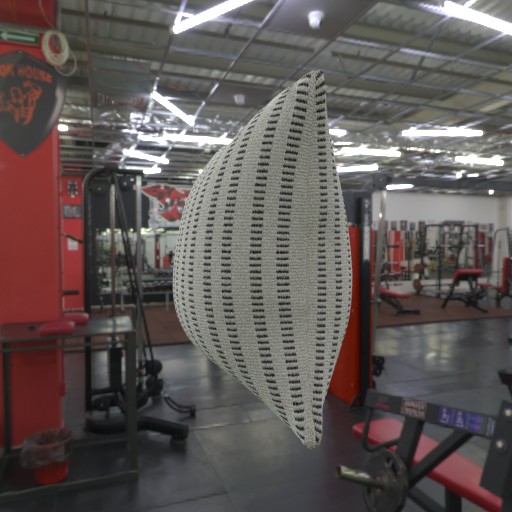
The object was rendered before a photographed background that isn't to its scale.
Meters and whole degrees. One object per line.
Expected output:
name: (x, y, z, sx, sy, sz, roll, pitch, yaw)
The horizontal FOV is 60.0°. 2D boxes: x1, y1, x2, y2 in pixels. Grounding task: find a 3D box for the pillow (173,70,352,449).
pillow: (0.000, 0.000, 0.689, 0.247, 0.419, 0.438, 0, 2, -18)
